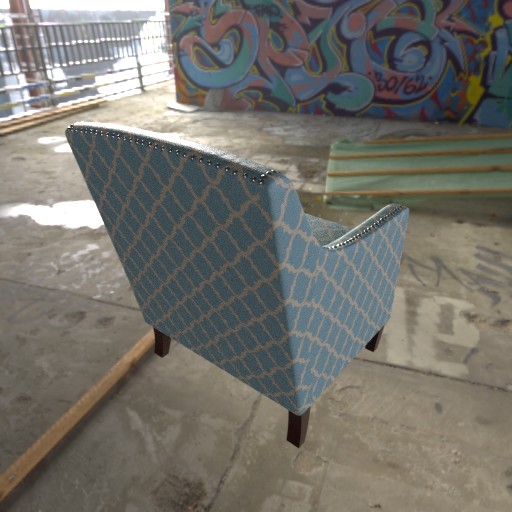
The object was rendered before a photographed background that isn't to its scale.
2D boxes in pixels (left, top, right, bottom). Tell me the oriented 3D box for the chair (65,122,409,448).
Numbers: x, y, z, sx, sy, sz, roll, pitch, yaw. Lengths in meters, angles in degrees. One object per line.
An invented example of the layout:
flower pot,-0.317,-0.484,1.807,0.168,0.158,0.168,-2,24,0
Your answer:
chair,0.000,0.000,1.289,0.617,0.817,0.686,22,36,34
